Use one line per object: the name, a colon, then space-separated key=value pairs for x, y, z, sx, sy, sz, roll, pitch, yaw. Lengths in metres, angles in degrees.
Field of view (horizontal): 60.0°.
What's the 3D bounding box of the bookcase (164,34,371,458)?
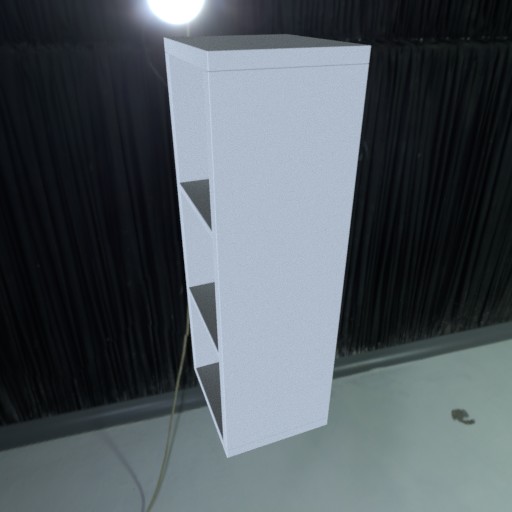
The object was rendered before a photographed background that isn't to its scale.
bookcase: x=0.000 y=0.000 z=1.234 sx=0.330 sy=1.080 sz=0.390 roll=-11 pitch=31 yaw=-18
